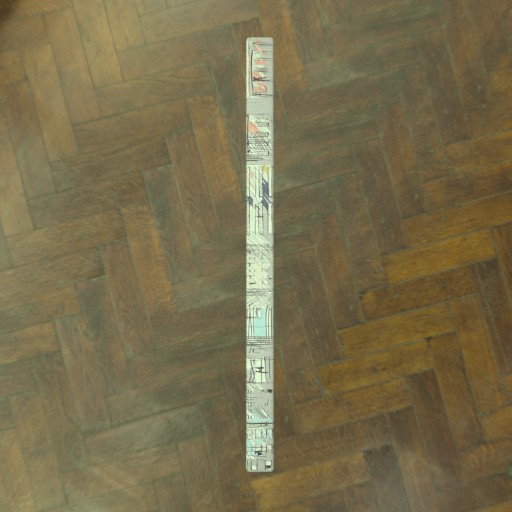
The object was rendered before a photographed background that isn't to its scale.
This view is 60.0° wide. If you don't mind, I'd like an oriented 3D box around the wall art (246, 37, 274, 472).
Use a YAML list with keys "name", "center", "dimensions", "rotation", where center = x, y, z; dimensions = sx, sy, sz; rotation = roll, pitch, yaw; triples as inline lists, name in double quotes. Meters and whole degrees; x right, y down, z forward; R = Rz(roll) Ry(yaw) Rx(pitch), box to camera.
- name: "wall art"
  center: [0.000, 0.000, 1.153]
  dimensions: [0.048, 0.762, 0.761]
  rotation: [0, 89, -1]
